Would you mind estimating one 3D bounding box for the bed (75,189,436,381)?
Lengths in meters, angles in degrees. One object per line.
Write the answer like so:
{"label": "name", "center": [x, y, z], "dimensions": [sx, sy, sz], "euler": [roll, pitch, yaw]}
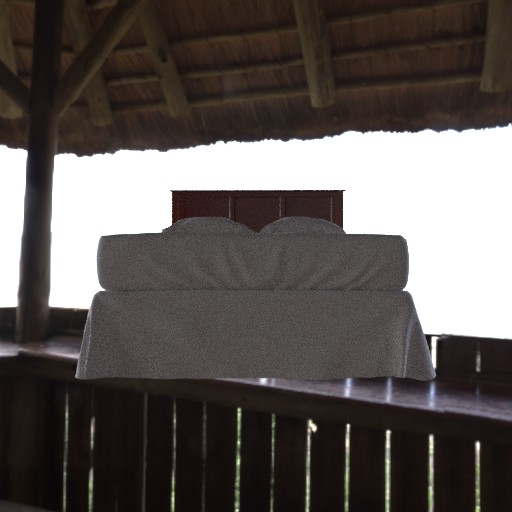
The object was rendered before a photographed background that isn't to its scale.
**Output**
{"label": "bed", "center": [0.000, 0.000, 3.137], "dimensions": [1.870, 1.270, 2.050], "euler": [0, -1, 1]}
